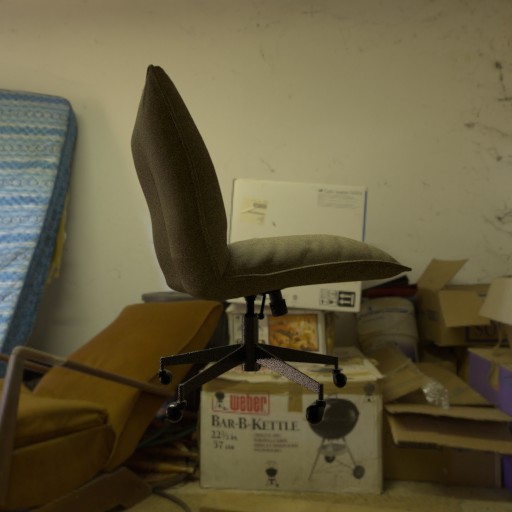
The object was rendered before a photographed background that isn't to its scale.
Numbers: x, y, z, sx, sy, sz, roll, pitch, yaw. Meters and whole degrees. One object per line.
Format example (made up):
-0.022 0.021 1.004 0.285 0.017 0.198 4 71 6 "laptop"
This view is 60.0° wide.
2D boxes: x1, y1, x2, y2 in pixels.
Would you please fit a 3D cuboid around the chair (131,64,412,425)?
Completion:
0.000 0.000 1.299 0.696 0.811 0.597 0 -1 -18 "chair"
